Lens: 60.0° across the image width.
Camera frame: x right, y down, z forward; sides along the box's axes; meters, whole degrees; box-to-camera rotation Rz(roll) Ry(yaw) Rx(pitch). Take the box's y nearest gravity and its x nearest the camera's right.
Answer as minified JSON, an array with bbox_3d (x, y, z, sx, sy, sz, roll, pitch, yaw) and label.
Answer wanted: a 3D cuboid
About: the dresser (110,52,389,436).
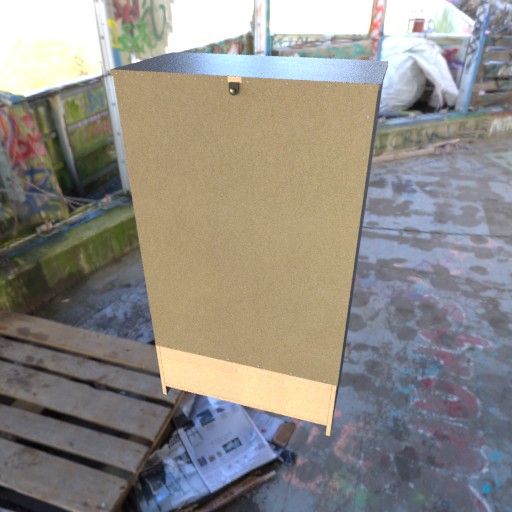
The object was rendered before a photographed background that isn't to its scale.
[{"bbox_3d":[0.000,0.000,1.570,0.704,1.254,0.418,9,33,14],"label":"dresser"}]
